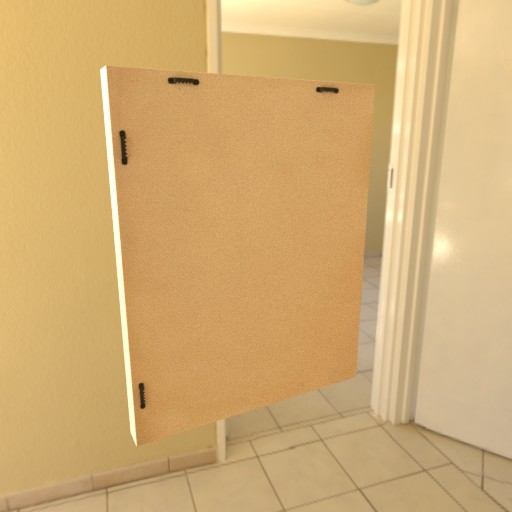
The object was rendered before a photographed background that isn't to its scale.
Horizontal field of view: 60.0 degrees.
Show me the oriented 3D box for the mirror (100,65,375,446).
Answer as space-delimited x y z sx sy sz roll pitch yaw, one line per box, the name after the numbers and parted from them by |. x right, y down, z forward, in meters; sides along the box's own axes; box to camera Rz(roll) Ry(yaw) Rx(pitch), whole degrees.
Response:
0.000 0.000 0.676 0.405 0.508 0.041 -8 17 -27 | mirror
